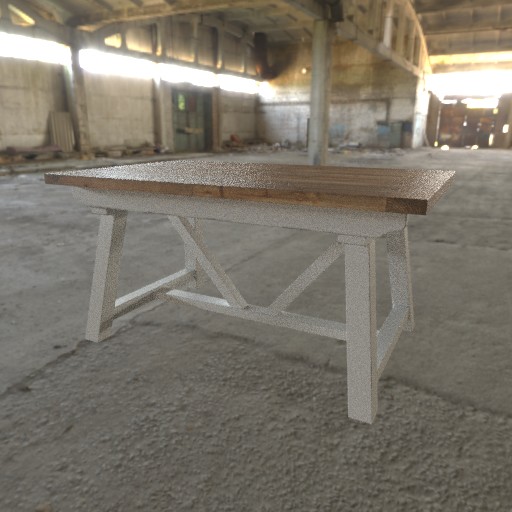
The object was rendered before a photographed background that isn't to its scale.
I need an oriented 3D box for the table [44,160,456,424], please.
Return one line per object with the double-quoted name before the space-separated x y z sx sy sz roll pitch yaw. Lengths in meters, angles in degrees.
"table" 0.000 0.000 1.995 1.503 0.743 0.922 8 18 27
